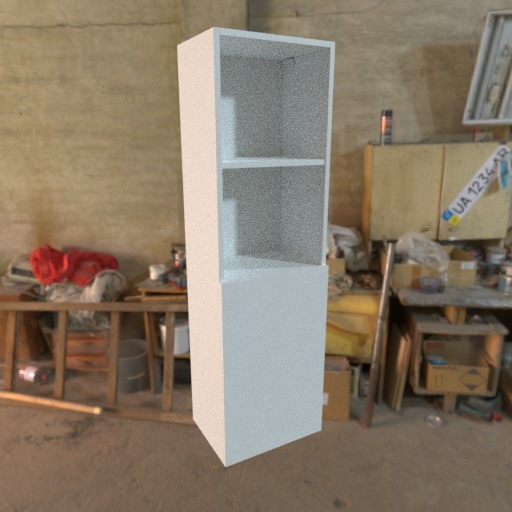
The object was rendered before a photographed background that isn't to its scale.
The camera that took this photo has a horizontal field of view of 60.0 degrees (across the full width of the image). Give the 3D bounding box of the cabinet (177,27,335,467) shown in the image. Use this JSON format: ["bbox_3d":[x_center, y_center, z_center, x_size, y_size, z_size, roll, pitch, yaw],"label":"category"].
[{"bbox_3d":[0.000,0.000,1.534,0.400,1.350,0.300,-8,17,-28],"label":"cabinet"}]
